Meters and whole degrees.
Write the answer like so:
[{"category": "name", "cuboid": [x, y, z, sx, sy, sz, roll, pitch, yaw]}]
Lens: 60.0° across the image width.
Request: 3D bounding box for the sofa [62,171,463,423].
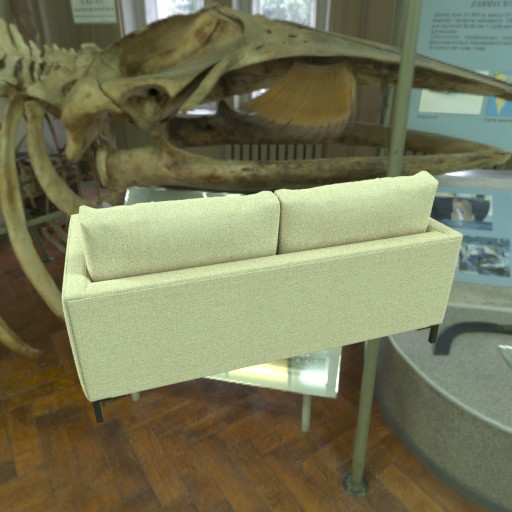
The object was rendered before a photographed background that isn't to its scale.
[{"category": "sofa", "cuboid": [0.000, 0.000, 2.104, 1.651, 0.812, 0.839, -8, 27, -17]}]
